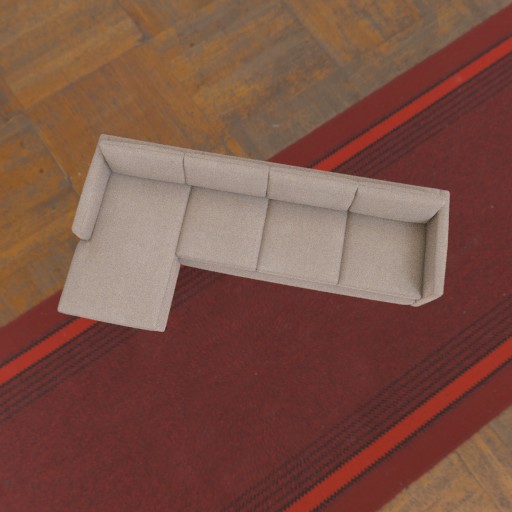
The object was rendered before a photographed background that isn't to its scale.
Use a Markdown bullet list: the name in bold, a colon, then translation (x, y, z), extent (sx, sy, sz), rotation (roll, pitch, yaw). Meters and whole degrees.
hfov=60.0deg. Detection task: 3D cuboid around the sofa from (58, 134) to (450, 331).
- **sofa**: translation (0.000, 0.000, 3.604), extent (2.923, 0.816, 1.469), rotation (10, 75, 3)
